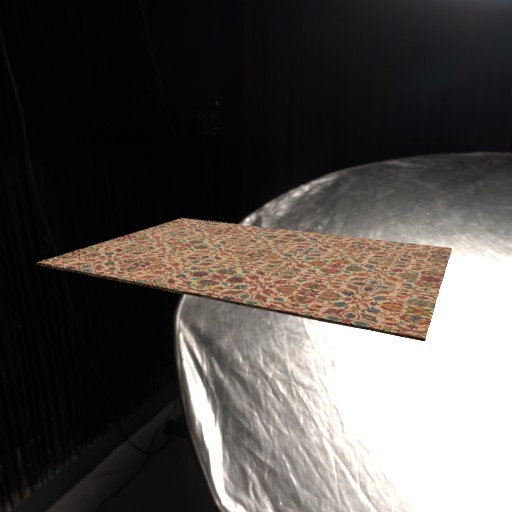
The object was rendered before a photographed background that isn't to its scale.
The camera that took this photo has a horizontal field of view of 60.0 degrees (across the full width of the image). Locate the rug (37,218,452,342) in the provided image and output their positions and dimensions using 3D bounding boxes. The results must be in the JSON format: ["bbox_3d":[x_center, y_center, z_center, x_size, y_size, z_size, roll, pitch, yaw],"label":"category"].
[{"bbox_3d":[0.000,0.000,2.928,2.297,0.018,1.541,8,18,25],"label":"rug"}]
